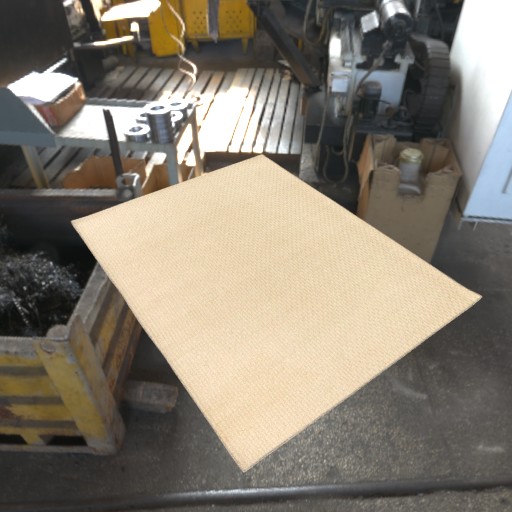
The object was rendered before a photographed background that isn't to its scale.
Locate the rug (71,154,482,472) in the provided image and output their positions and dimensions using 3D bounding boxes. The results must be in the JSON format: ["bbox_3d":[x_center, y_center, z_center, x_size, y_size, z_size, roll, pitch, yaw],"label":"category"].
[{"bbox_3d":[0.000,0.000,3.847,2.277,0.035,2.897,-26,47,-26],"label":"rug"}]
